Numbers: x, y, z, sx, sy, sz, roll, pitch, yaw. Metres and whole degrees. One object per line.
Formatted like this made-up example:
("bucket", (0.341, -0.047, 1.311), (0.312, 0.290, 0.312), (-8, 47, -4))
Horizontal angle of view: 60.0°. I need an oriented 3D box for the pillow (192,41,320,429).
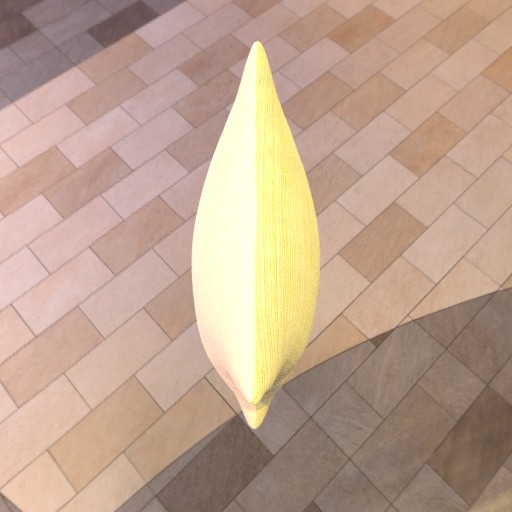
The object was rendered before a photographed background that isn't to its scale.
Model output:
("pillow", (0.000, 0.000, 0.798), (0.229, 0.487, 0.560), (0, 66, 0))
